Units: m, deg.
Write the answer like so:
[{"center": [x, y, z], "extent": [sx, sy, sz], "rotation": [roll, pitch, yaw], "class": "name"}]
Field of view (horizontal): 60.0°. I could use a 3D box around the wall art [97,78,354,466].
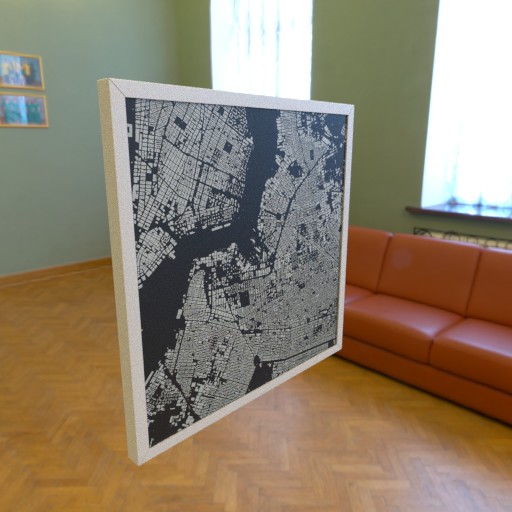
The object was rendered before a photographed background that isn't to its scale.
[{"center": [0.000, 0.000, 1.115], "extent": [0.050, 0.762, 0.761], "rotation": [13, 20, 42], "class": "wall art"}]
